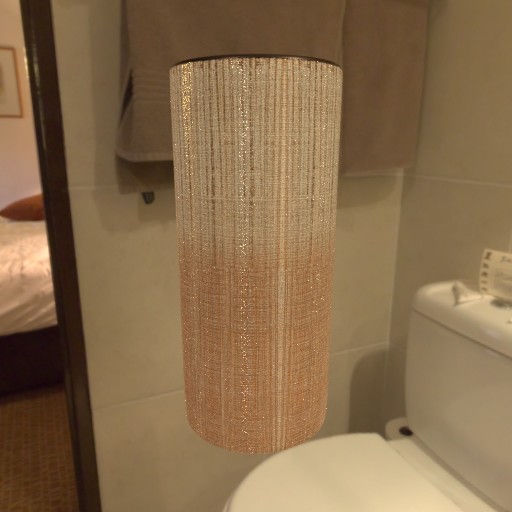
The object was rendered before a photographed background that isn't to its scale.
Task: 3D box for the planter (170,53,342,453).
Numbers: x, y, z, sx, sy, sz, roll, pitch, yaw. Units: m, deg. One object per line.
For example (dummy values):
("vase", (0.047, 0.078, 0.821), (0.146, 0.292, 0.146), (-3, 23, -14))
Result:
("planter", (0.000, 0.000, 0.289), (0.100, 0.227, 0.100), (8, 17, 27))
